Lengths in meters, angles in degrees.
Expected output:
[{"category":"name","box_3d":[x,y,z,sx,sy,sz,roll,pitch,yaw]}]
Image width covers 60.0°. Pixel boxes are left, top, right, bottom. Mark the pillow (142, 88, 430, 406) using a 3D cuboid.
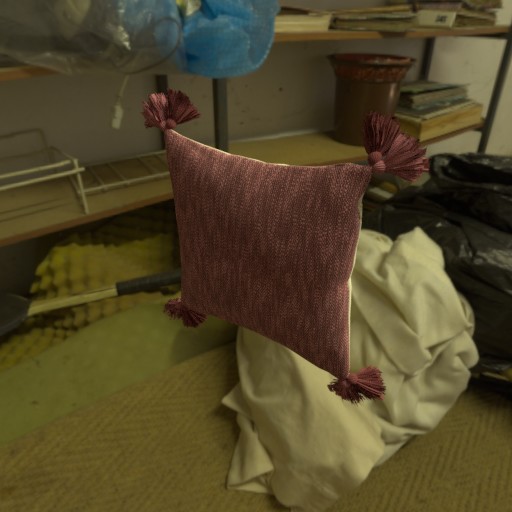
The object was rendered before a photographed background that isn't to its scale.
[{"category":"pillow","box_3d":[0.000,0.000,0.968,0.641,0.659,0.138,18,35,29]}]
